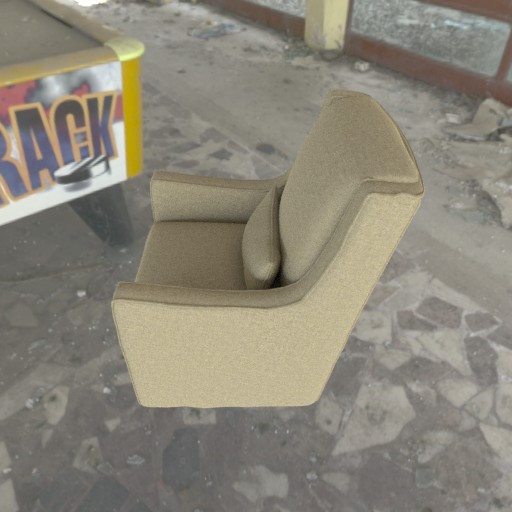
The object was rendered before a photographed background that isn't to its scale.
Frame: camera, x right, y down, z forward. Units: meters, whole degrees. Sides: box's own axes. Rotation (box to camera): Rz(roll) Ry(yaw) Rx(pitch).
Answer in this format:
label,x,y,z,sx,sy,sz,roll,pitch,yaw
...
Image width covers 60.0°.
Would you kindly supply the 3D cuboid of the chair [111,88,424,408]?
label,x,y,z,sx,sy,sz,roll,pitch,yaw
chair,0.000,0.000,1.595,0.879,0.993,0.732,0,41,0
